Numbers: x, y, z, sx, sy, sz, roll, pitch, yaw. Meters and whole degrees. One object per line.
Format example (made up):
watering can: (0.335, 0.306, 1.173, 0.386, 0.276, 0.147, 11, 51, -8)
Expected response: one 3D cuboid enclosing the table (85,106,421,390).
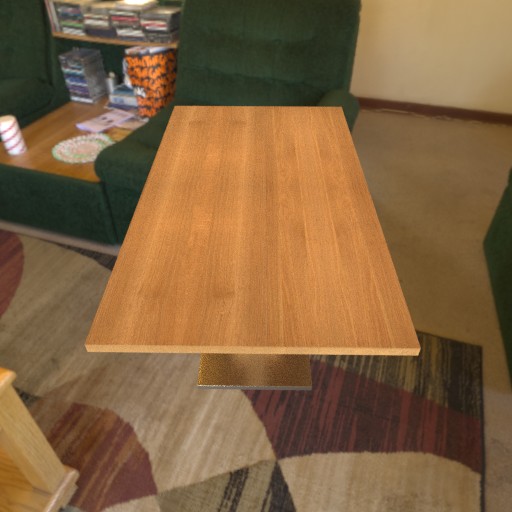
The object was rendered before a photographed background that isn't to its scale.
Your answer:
table: (0.000, 0.000, 2.035, 0.900, 0.750, 1.600, 0, 41, 1)
